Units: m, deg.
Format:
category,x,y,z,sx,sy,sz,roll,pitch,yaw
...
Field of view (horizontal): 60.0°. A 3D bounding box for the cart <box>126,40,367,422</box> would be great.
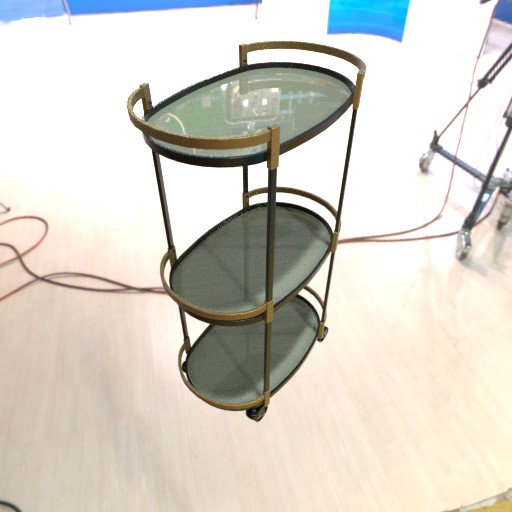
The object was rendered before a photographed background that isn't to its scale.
category,x,y,z,sx,sy,sz,roll,pitch,yaw
cart,0.000,0.000,1.117,0.311,0.885,0.515,26,48,27
